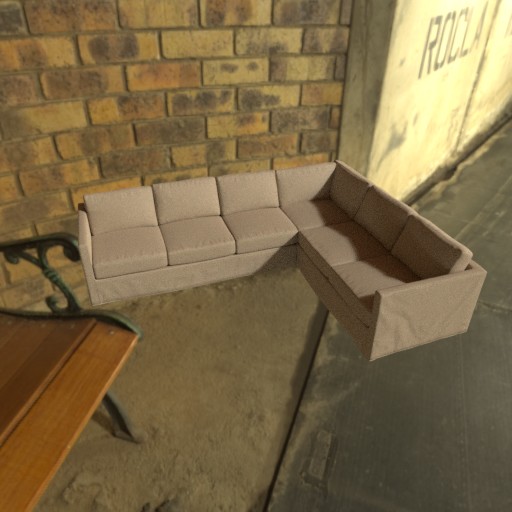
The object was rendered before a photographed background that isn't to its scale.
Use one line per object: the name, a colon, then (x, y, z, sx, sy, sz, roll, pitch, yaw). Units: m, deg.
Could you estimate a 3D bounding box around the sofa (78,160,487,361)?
sofa: (0.000, 0.000, 4.277, 3.182, 0.871, 2.432, -10, 34, -16)
